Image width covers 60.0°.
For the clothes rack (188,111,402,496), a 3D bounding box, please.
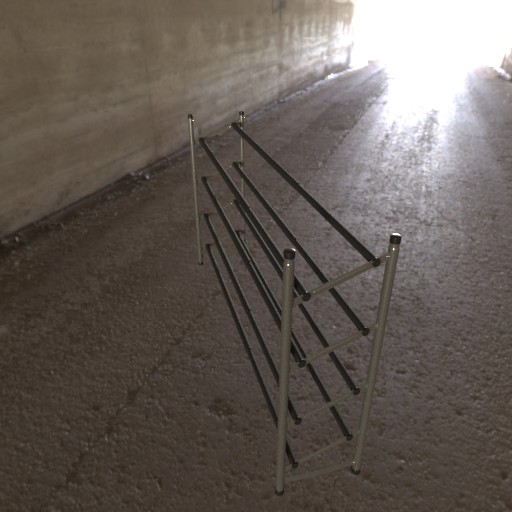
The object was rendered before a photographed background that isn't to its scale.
[{"bbox_3d":[0.000,0.000,1.424,0.229,0.672,1.168,-8,30,-14],"label":"clothes rack"}]
